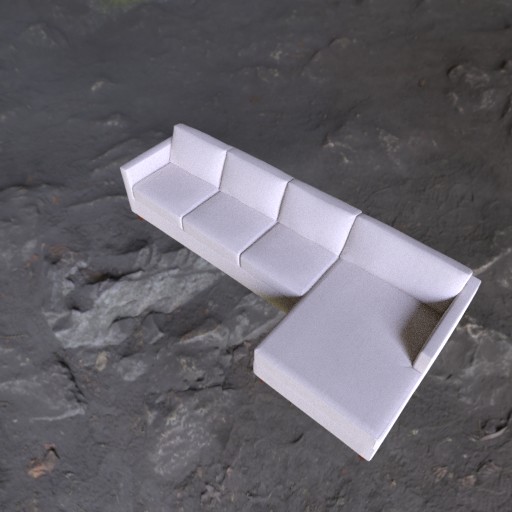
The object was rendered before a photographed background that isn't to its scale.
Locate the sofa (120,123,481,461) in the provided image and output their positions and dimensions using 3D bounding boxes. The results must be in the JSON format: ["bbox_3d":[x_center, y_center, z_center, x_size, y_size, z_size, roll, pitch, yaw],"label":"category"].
[{"bbox_3d":[0.000,0.000,4.106,3.471,0.954,1.599,32,55,25],"label":"sofa"}]
